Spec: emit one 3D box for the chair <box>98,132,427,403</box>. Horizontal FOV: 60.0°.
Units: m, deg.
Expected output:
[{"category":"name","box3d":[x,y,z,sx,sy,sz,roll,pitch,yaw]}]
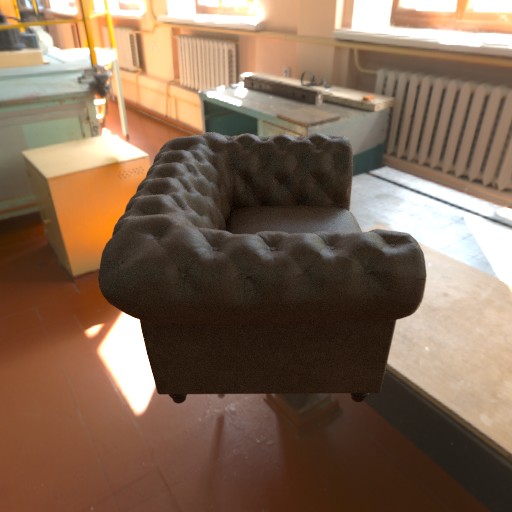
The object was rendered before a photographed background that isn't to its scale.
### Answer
[{"category":"chair","box3d":[0.000,0.000,1.886,0.954,0.784,1.298,0,31,0]}]
